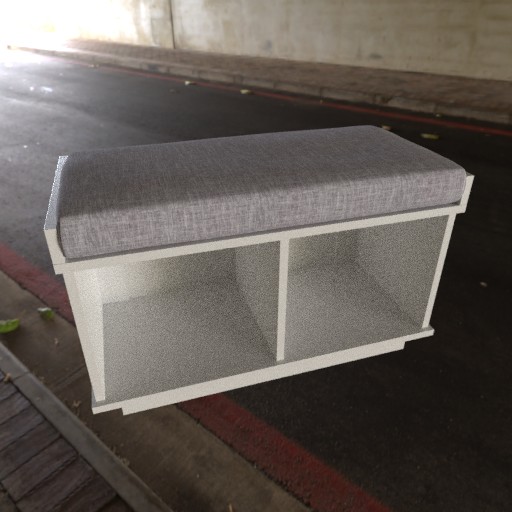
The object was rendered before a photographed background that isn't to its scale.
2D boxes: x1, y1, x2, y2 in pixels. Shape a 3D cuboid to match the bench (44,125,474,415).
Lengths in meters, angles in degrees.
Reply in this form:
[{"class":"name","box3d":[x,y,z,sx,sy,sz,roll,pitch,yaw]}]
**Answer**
[{"class":"bench","box3d":[0.000,0.000,0.961,0.734,0.461,0.362,-9,32,-15]}]
